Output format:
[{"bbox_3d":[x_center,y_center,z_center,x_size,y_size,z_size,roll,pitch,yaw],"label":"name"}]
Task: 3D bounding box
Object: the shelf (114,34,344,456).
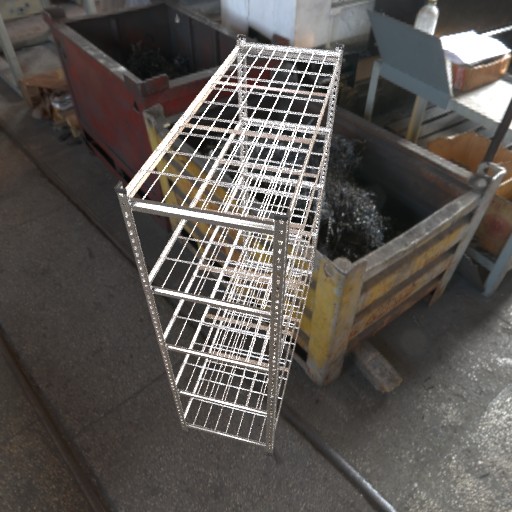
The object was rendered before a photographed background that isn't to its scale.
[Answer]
[{"bbox_3d":[0.000,0.000,2.680,0.610,1.981,1.524,11,46,10],"label":"shelf"}]
